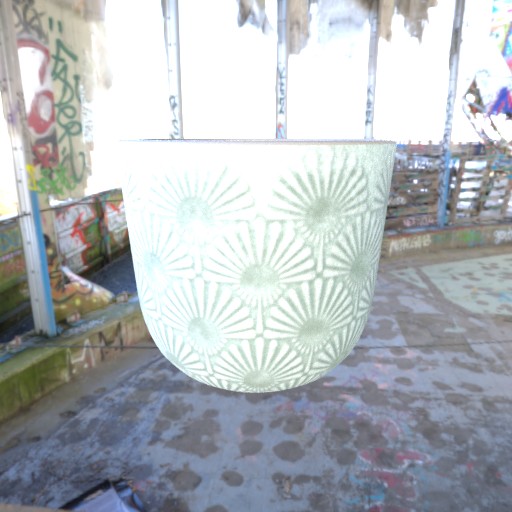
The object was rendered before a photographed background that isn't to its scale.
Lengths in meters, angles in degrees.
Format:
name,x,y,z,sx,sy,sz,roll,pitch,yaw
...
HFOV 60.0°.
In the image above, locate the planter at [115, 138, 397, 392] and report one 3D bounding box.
name,x,y,z,sx,sy,sz,roll,pitch,yaw
planter,0.000,0.000,0.298,0.170,0.152,0.170,0,15,0
